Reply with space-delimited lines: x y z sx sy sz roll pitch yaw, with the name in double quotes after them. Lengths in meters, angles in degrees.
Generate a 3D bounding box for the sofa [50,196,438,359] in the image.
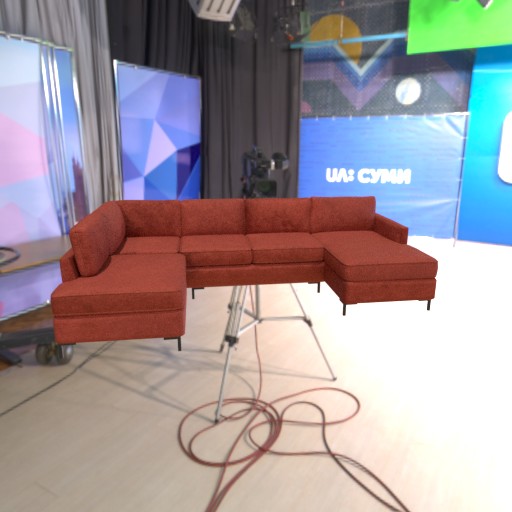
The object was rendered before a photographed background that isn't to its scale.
0.000 0.000 4.517 3.434 0.992 2.055 -2 16 -7 "sofa"
